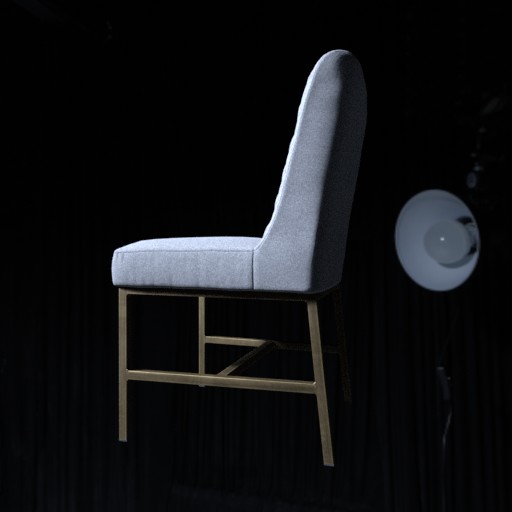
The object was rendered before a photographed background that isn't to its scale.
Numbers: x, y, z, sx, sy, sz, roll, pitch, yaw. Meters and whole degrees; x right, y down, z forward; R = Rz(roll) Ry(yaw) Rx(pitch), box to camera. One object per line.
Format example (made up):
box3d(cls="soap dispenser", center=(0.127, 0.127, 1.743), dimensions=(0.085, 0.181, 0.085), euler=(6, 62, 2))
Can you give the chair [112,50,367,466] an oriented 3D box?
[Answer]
box3d(cls="chair", center=(0.000, 0.000, 1.214), dimensions=(0.587, 0.889, 0.508), euler=(0, 0, 17))
